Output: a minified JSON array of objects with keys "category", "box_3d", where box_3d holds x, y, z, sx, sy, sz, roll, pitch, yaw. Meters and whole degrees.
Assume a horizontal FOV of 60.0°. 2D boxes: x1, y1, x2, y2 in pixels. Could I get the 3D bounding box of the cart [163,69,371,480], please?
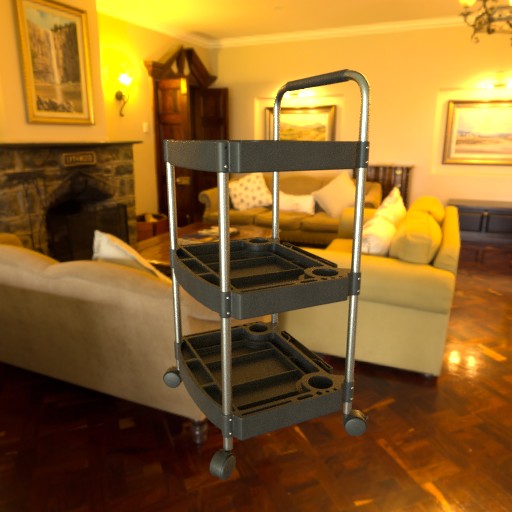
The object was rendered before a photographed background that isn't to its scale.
[{"category":"cart","box_3d":[0.000,0.000,1.390,0.518,1.075,0.584,-7,17,-24]}]
